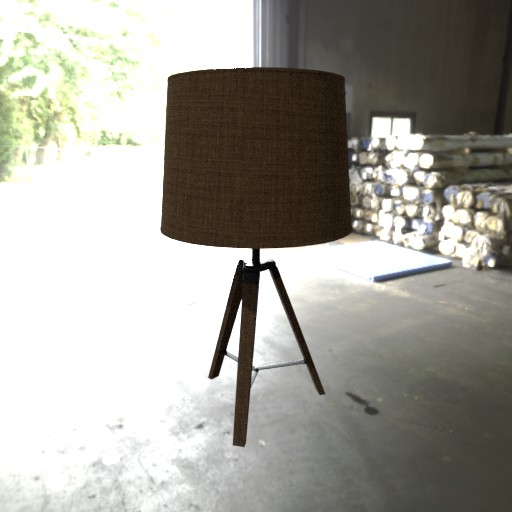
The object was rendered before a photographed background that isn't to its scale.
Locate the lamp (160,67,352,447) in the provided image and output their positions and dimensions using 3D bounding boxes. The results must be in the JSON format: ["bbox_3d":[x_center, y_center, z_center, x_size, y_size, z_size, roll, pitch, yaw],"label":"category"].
[{"bbox_3d":[0.000,0.000,0.694,0.290,0.514,0.290,0,15,0],"label":"lamp"}]
